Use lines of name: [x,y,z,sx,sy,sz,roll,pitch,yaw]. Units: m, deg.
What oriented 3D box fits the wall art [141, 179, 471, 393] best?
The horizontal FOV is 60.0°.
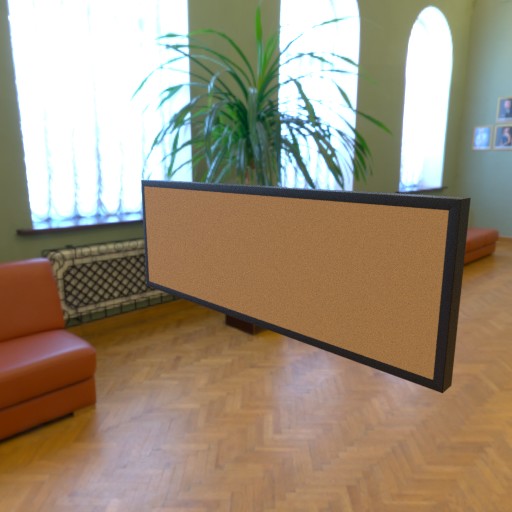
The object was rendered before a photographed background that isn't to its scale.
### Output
wall art: [0.000,0.000,0.971,0.860,0.303,0.037,12,17,44]
